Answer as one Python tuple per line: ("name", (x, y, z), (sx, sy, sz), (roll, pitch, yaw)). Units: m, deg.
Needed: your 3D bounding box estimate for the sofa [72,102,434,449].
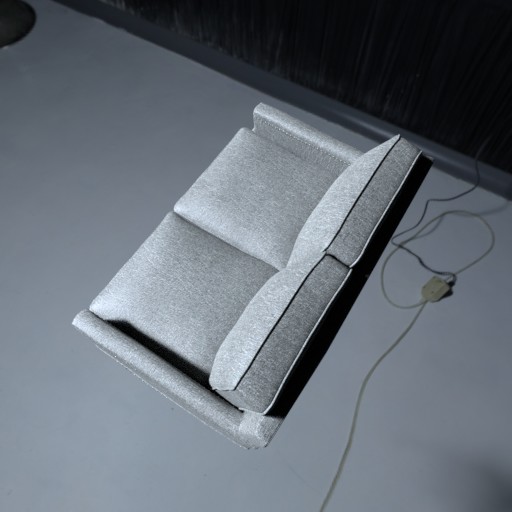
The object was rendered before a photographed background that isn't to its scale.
("sofa", (0.000, 0.000, 2.267), (1.084, 1.003, 1.597), (30, 68, 14))
